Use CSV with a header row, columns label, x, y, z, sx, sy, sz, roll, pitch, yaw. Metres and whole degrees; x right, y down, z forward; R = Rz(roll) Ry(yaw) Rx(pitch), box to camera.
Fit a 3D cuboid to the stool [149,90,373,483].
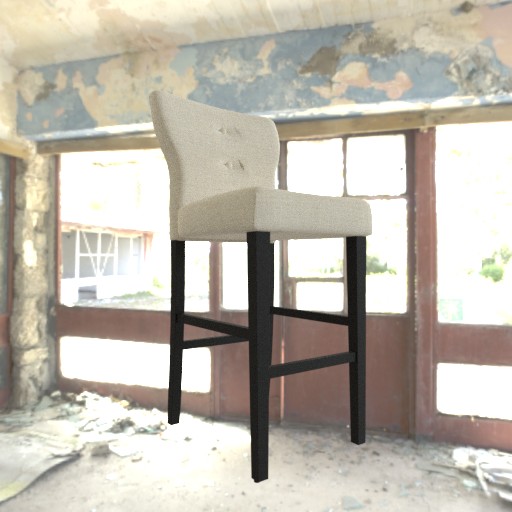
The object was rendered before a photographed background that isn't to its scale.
label,x,y,z,sx,sy,sz,roll,pitch,yaw
stool,0.000,0.000,1.433,0.516,1.124,0.603,0,-1,-37
